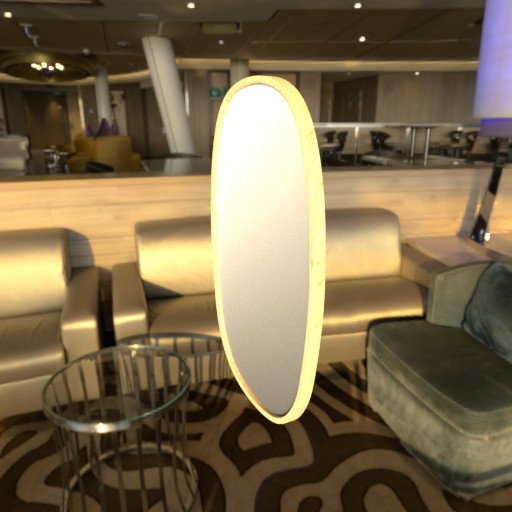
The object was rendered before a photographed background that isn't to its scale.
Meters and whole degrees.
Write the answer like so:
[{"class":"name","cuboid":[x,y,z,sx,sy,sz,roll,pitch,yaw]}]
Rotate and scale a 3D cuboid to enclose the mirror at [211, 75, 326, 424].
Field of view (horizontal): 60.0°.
[{"class":"mirror","cuboid":[0.000,0.000,1.427,0.037,1.075,0.724,-8,18,-25]}]
